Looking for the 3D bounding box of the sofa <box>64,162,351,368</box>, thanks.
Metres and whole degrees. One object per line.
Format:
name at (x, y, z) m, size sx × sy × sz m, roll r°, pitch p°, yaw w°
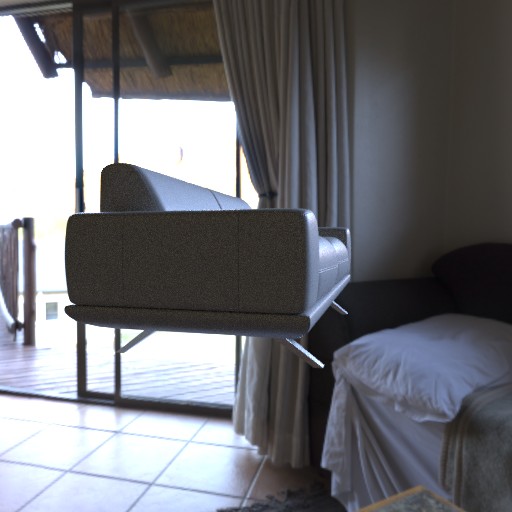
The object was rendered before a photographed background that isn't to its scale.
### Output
sofa at (0.000, 0.000, 2.338) m, size 0.900 × 0.772 × 1.901 m, roll 0°, pitch 2°, yaw 16°
